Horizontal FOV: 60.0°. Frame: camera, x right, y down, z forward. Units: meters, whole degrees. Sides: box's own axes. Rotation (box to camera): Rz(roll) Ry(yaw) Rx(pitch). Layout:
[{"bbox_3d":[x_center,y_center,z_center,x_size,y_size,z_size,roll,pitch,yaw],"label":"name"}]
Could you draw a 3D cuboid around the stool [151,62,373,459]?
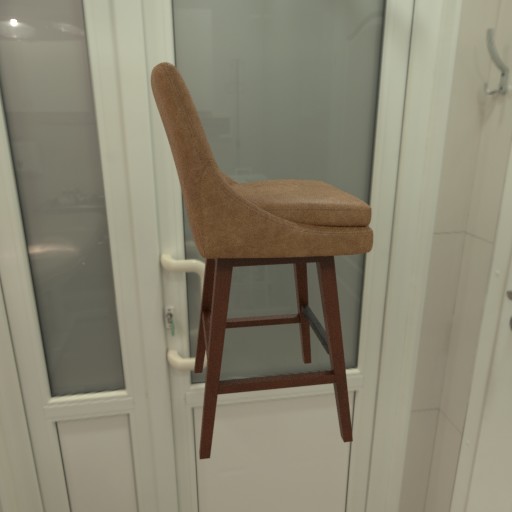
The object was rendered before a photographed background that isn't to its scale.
[{"bbox_3d":[0.000,0.000,1.394,0.572,1.079,0.487,-3,18,-9],"label":"stool"}]
